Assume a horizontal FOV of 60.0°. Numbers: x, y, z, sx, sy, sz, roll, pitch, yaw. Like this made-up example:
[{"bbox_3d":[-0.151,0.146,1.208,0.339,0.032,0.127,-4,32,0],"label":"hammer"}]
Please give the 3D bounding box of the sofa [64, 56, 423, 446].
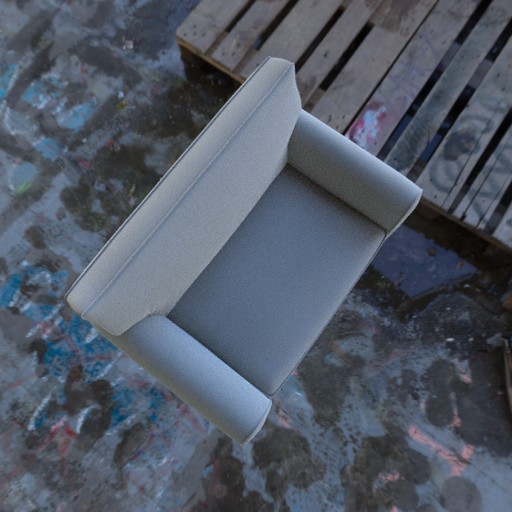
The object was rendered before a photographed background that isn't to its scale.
[{"bbox_3d":[0.000,0.000,2.106,0.937,1.006,1.405,36,79,8],"label":"sofa"}]
